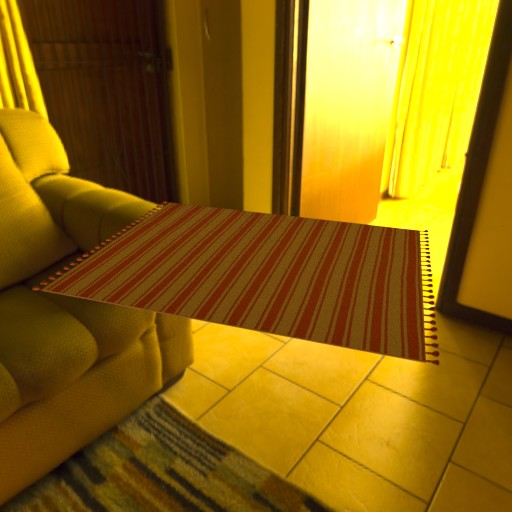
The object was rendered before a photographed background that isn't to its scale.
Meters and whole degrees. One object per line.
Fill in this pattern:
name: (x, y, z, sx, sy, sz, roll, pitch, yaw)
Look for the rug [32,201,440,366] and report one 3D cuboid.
rug: (0.000, 0.000, 4.472, 3.369, 0.035, 2.451, 8, 27, 16)
